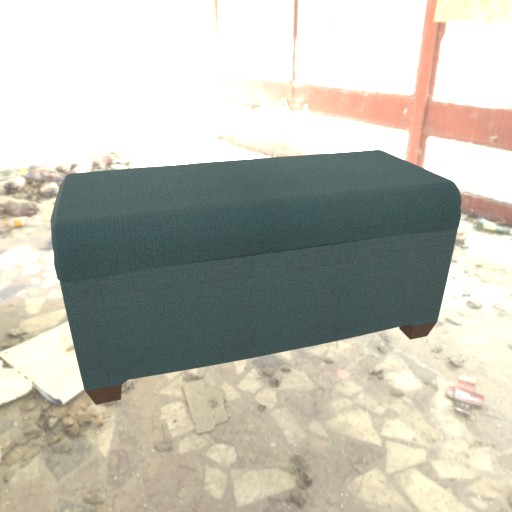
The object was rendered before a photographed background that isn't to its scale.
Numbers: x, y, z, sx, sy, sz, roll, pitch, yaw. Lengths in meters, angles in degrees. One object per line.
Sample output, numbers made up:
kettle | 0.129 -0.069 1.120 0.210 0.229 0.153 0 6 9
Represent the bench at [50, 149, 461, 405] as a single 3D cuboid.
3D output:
bench | 0.000 0.000 1.256 0.995 0.474 0.476 -8 27 -15
